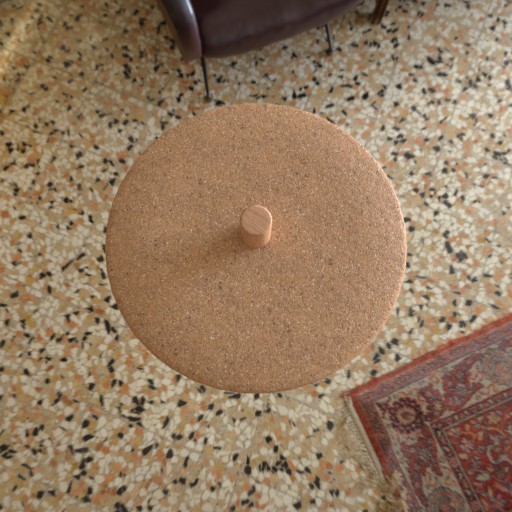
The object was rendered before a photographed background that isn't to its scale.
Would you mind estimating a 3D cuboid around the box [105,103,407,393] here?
[{"bbox_3d":[0.000,0.000,0.185,0.107,0.094,0.107,0,76,0],"label":"box"}]
